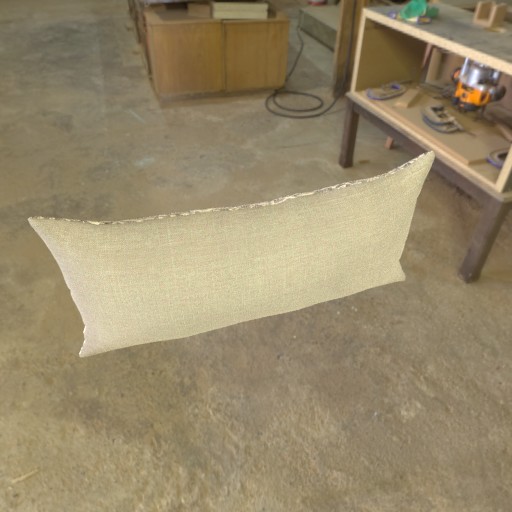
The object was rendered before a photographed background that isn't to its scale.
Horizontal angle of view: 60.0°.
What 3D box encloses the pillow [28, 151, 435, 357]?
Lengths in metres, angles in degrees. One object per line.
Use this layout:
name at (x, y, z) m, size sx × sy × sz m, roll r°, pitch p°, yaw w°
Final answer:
pillow at (0.000, 0.000, 0.734) m, size 0.631 × 0.290 × 0.148 m, roll -12°, pitch 42°, yaw -13°
